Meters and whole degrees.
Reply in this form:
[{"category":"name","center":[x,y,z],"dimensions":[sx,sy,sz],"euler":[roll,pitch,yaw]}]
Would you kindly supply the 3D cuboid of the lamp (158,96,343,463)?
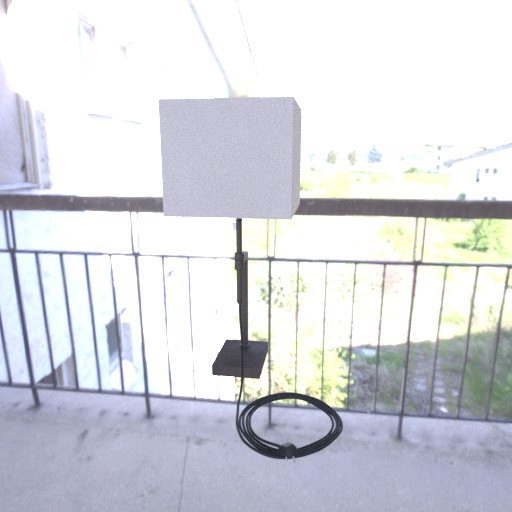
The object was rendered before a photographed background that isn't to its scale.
[{"category":"lamp","center":[0.000,0.000,0.981],"dimensions":[0.399,0.660,0.504],"euler":[2,14,9]}]
